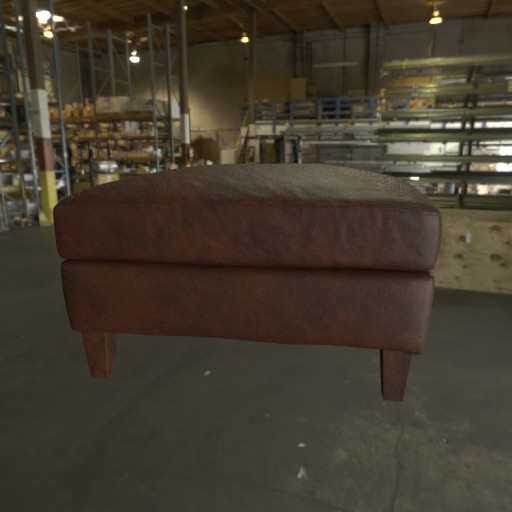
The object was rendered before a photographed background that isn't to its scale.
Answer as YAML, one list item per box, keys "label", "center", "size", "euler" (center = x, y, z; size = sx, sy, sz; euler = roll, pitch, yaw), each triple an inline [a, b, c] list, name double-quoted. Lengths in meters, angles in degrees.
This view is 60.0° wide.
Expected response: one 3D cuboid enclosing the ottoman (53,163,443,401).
- label: "ottoman"
  center: [0.000, 0.000, 1.278]
  size: [0.887, 0.527, 0.659]
  euler: [2, 13, 8]
